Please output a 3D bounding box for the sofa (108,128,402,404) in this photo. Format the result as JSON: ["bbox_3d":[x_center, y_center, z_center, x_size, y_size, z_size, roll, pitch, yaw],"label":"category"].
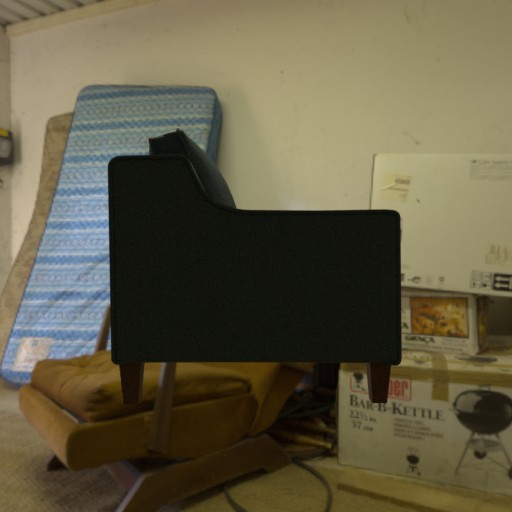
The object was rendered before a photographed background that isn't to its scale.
[{"bbox_3d":[0.000,0.000,2.203,0.987,0.971,1.501,0,1,-1],"label":"sofa"}]
